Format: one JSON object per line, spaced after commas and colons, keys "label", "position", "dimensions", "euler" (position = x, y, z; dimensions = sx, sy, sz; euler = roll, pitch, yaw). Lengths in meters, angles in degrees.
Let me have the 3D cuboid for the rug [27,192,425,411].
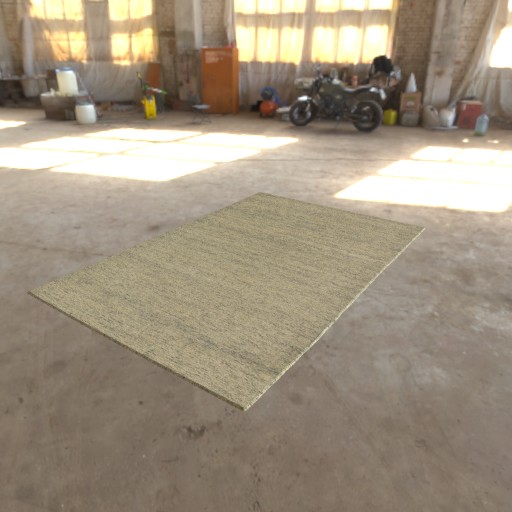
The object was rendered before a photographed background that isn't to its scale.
{"label": "rug", "position": [0.000, 0.000, 2.352], "dimensions": [1.243, 0.014, 1.846], "euler": [17, 31, 32]}
